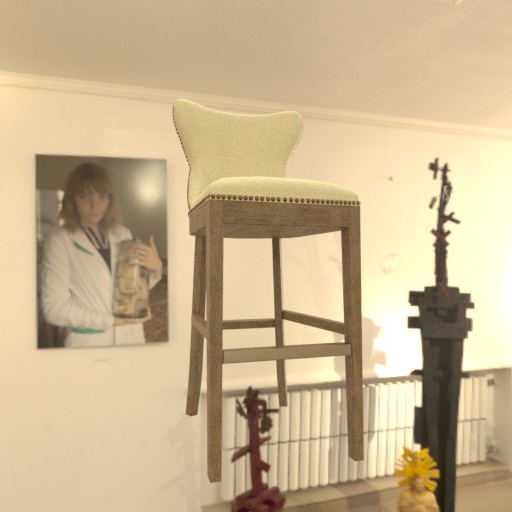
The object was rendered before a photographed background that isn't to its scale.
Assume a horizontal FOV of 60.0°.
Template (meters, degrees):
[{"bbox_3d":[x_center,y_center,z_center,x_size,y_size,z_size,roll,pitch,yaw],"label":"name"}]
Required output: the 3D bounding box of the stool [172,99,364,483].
[{"bbox_3d":[0.000,0.000,1.438,0.494,1.123,0.606,0,-1,-17],"label":"stool"}]
